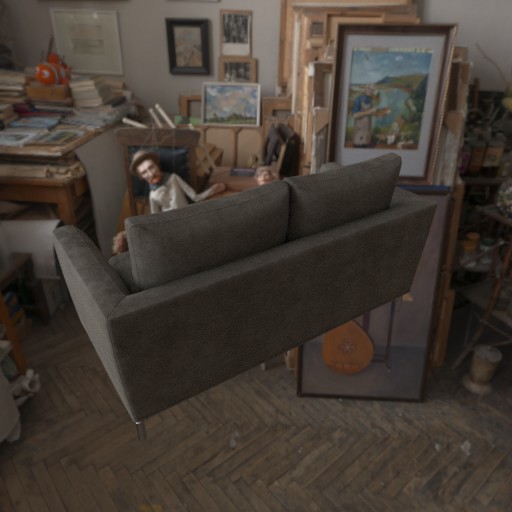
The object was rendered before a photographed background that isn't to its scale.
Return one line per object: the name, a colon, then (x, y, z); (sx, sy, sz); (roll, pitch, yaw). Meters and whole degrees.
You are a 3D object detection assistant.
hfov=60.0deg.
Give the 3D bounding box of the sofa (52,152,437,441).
sofa: (0.000, 0.000, 2.389); (1.832, 1.013, 0.855); (-19, 35, -29)
